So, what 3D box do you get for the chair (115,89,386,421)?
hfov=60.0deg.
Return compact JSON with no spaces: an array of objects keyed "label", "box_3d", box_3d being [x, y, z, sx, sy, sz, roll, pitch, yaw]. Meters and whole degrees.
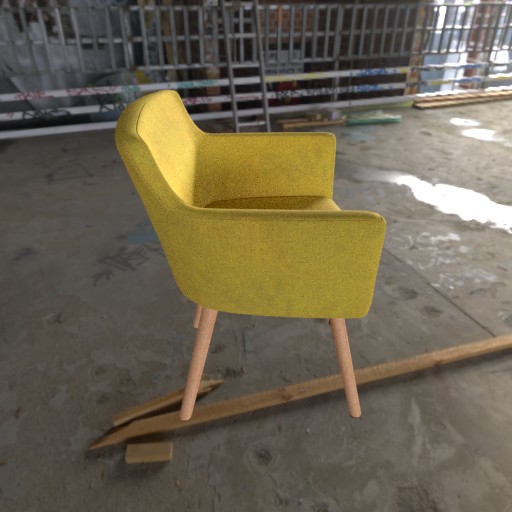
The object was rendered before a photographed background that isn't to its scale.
[{"label":"chair","box_3d":[0.000,0.000,1.163,0.570,0.780,0.570,-1,31,-1]}]
